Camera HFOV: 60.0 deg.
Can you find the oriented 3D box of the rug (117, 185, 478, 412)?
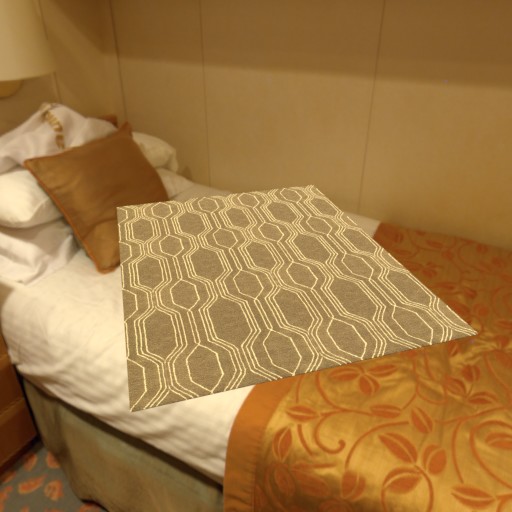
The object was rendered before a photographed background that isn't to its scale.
[{"bbox_3d":[0.000,0.000,4.175,2.457,0.012,3.062,-9,31,-14],"label":"rug"}]
